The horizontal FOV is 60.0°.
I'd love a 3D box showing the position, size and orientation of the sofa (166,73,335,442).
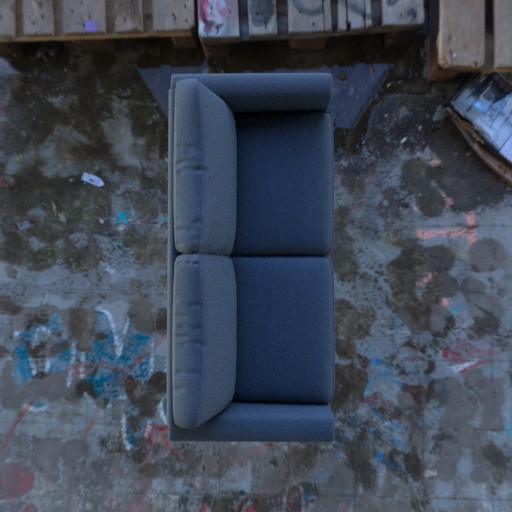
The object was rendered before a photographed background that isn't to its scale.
[{"bbox_3d":[0.000,0.000,2.434,0.877,0.865,1.900,0,88,1],"label":"sofa"}]
